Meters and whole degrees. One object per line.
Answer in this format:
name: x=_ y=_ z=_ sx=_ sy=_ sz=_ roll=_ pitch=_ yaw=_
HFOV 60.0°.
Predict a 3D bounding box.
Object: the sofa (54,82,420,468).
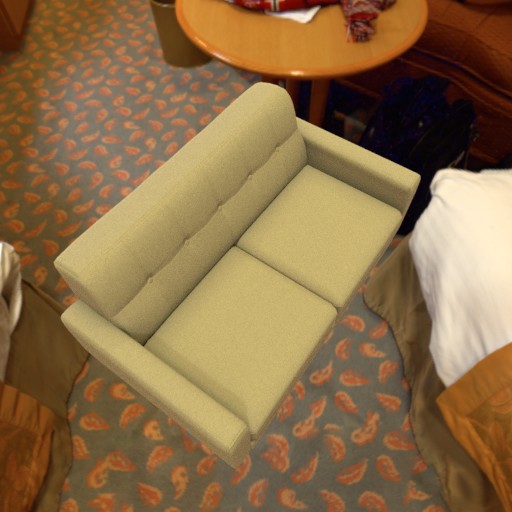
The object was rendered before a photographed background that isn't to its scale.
sofa: x=0.000 y=0.000 z=2.225 sx=0.980 sy=0.892 sz=1.655 roll=31 pitch=62 yaw=18
